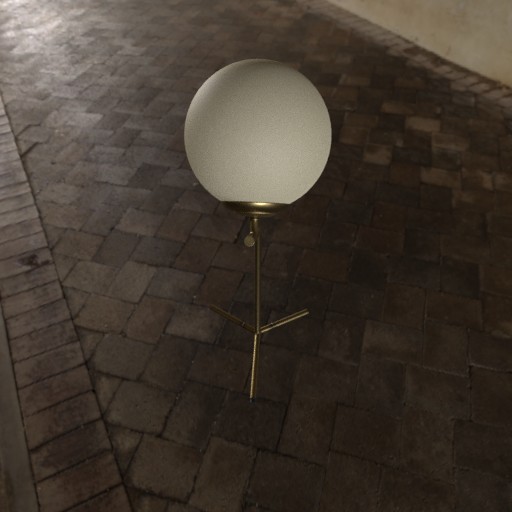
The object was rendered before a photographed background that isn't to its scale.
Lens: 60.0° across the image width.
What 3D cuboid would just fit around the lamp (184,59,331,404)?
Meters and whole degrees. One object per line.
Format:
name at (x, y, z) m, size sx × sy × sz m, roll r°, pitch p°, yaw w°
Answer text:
lamp at (0.000, 0.000, 0.676) m, size 0.210 × 0.552 × 0.251 m, roll 3°, pitch 46°, yaw 3°
